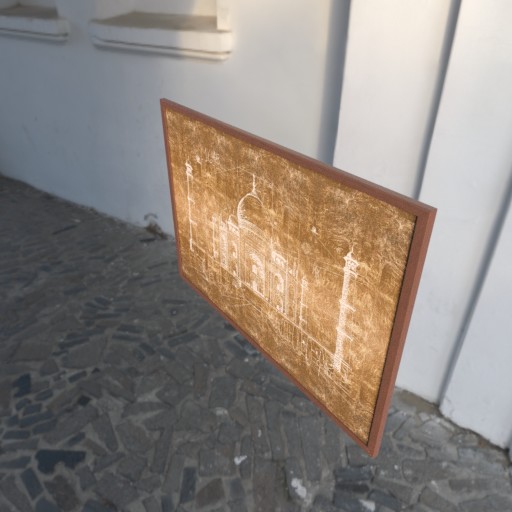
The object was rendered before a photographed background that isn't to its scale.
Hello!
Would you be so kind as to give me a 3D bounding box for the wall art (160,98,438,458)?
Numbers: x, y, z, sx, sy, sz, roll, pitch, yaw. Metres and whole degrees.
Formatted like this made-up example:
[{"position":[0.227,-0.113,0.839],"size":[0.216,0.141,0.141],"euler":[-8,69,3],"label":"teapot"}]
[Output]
[{"position":[0.000,0.000,0.836],"size":[0.014,0.455,0.660],"euler":[-22,38,-31],"label":"wall art"}]
